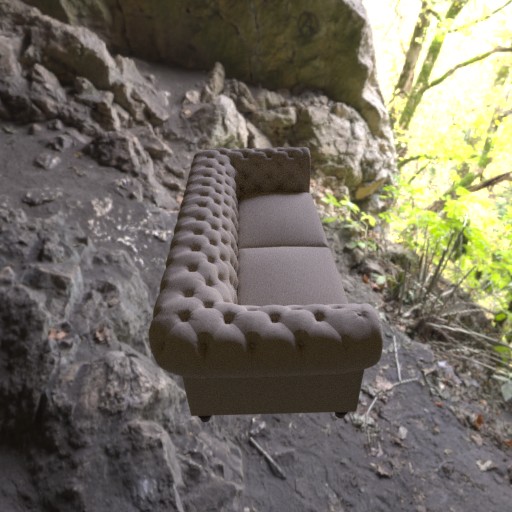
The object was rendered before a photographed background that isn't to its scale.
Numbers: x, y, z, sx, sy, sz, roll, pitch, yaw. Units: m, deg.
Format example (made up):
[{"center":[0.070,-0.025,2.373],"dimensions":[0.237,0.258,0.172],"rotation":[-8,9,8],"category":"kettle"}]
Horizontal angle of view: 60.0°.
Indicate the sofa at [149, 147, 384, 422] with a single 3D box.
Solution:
[{"center":[0.000,0.000,3.187],"dimensions":[1.076,0.847,2.694],"rotation":[-1,32,-2],"category":"sofa"}]
